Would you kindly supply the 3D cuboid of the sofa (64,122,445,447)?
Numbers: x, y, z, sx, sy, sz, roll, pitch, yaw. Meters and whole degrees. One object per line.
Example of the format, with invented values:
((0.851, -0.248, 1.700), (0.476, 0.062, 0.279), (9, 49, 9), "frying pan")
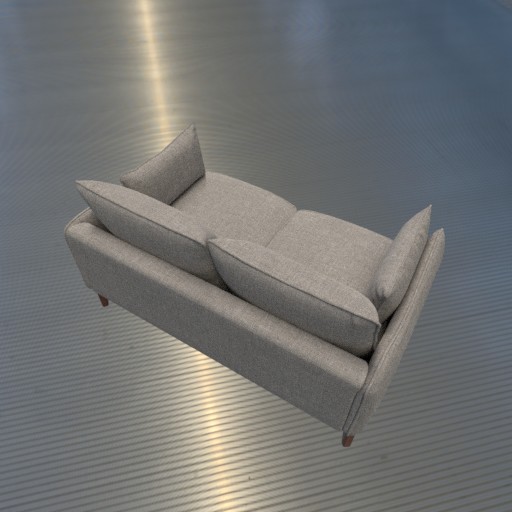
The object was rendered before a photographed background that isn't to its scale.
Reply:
((0.000, 0.000, 2.160), (1.580, 0.851, 0.972), (24, 52, 21), "sofa")
